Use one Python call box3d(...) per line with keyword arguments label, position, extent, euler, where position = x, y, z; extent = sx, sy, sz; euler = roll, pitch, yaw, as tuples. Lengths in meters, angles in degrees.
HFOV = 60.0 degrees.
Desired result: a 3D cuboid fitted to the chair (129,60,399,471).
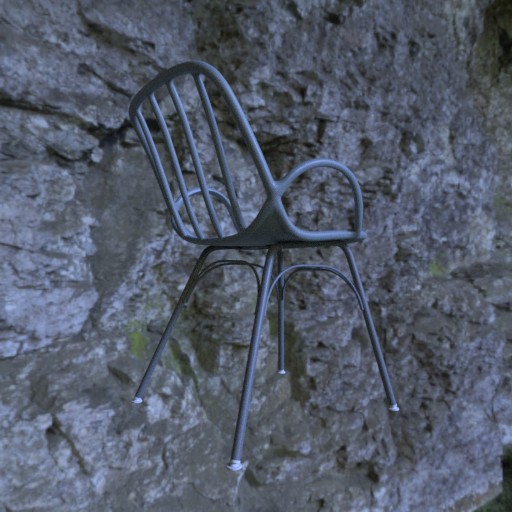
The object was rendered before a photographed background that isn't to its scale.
box3d(label="chair", position=(0.000, 0.000, 1.191), extent=(0.597, 0.816, 0.549), euler=(0, 0, -37))
